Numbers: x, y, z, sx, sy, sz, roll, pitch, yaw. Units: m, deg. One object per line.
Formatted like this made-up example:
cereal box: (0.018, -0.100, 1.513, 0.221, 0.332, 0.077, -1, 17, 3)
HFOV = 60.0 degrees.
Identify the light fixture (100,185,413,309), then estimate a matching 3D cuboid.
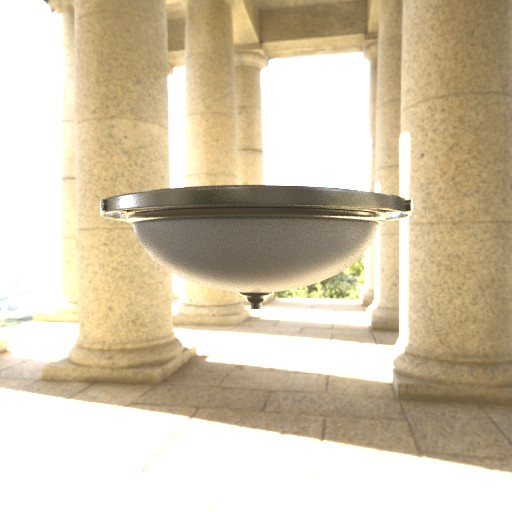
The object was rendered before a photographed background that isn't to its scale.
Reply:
light fixture: (0.000, 0.000, 0.546, 0.361, 0.130, 0.361, 0, 1, 0)
